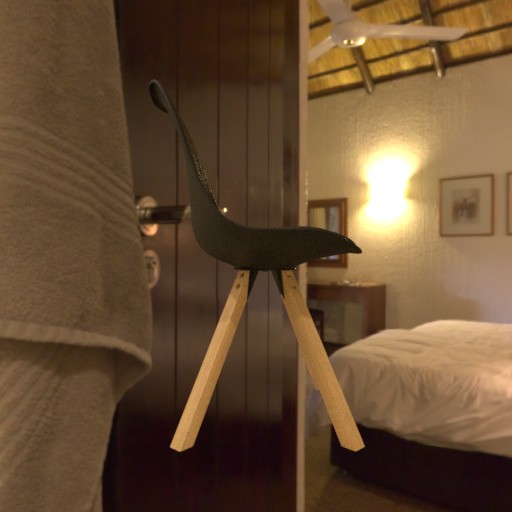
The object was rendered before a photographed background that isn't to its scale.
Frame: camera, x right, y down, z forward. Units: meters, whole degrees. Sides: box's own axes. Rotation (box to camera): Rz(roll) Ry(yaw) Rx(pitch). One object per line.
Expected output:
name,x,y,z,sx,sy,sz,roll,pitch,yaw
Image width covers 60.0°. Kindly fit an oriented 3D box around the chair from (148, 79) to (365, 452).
chair,0.000,0.000,1.187,0.549,0.850,0.485,0,0,0
